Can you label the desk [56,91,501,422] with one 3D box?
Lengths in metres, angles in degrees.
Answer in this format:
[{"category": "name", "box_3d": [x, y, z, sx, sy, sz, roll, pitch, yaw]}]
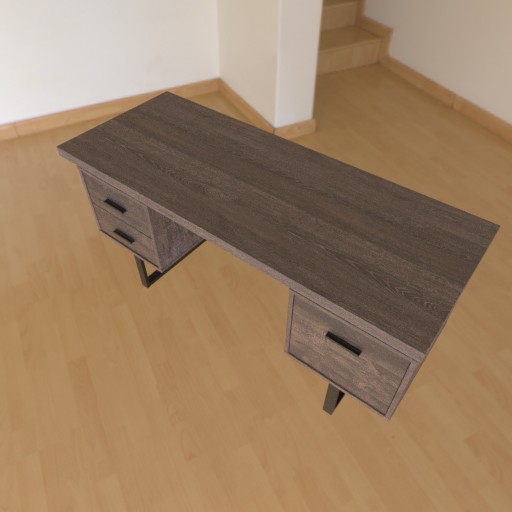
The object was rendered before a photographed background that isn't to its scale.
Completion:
[{"category": "desk", "box_3d": [0.000, 0.000, 1.856, 1.524, 0.760, 0.600, 29, 53, 25]}]
